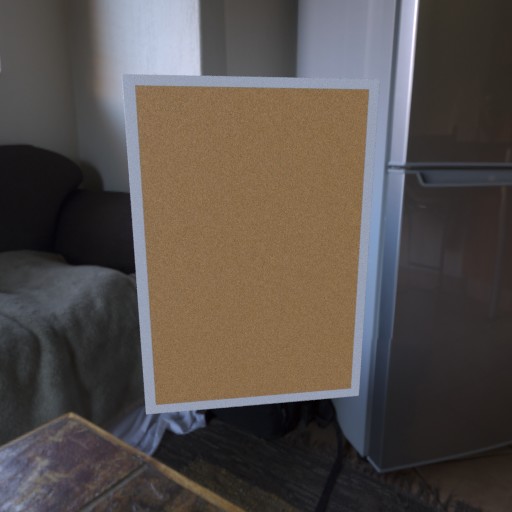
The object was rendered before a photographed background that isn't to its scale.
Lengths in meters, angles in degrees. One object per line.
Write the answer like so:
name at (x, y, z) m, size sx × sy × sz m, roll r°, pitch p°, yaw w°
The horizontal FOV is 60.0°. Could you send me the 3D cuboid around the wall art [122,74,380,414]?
wall art at (0.000, 0.000, 1.246) m, size 0.659 × 0.940 × 0.013 m, roll -2°, pitch 15°, yaw -8°
